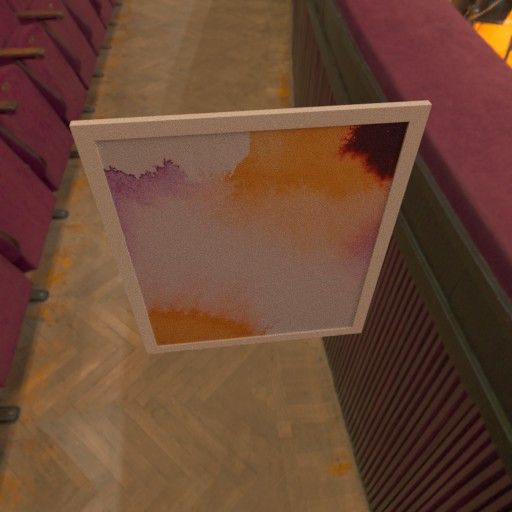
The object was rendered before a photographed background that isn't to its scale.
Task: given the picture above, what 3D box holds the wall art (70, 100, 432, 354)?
[{"bbox_3d":[0.000,0.000,0.792,0.482,0.557,0.012,-5,47,-4],"label":"wall art"}]
